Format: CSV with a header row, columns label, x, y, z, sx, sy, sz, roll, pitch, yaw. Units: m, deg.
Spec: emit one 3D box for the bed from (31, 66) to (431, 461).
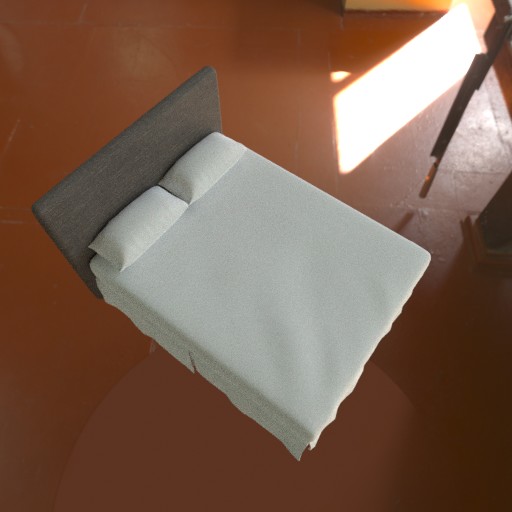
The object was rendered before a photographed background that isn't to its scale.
label,x,y,z,sx,sy,sz,roll,pitch,yaw
bed,0.000,0.000,3.207,2.142,1.330,1.723,33,65,18
